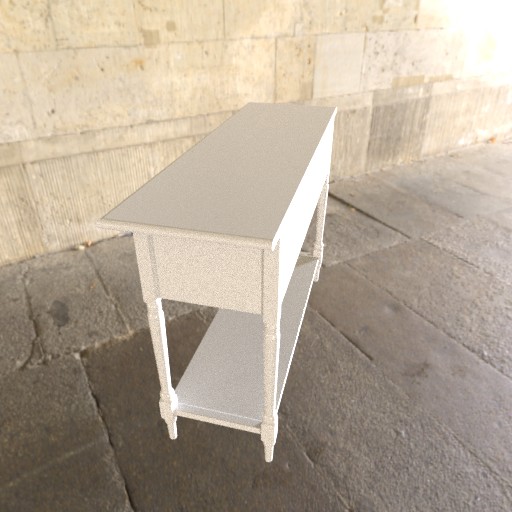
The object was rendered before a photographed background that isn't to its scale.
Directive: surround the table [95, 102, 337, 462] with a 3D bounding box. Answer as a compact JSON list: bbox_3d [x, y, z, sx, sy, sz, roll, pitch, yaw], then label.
[{"bbox_3d":[0.000,0.000,1.587,0.384,0.808,1.197,8,32,13],"label":"table"}]
